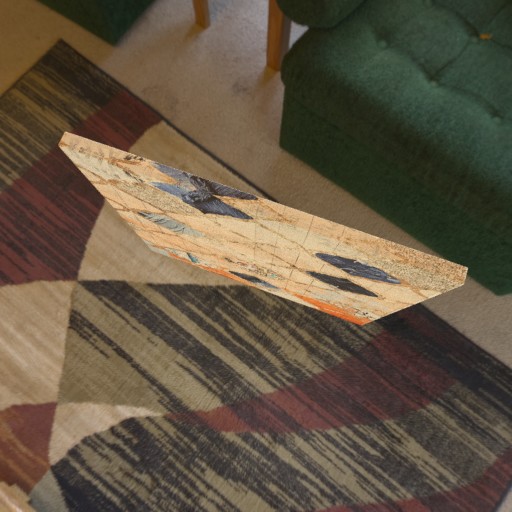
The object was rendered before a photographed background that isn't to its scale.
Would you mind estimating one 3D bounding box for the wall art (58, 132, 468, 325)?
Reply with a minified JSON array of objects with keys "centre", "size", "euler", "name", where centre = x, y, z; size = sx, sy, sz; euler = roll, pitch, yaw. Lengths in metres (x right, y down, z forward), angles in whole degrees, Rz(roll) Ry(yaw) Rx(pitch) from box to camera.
[{"centre":[0.000,0.000,1.378],"size":[0.912,0.914,0.039],"euler":[19,77,5],"name":"wall art"}]
